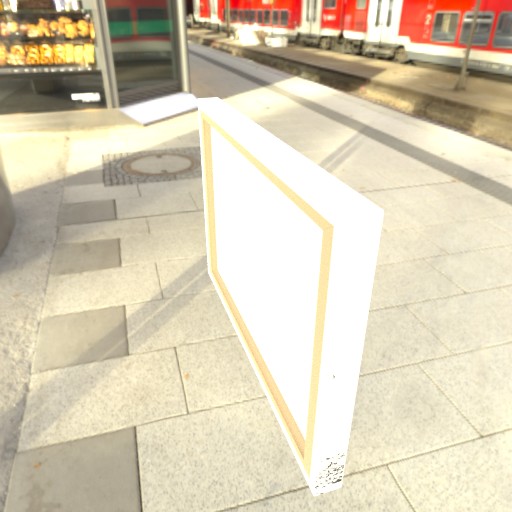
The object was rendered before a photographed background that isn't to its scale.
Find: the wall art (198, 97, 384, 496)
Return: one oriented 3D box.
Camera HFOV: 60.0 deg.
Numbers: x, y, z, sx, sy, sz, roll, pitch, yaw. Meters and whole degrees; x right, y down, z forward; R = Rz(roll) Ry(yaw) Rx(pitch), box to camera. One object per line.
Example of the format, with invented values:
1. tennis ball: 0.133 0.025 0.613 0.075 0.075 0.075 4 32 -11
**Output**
1. wall art: 0.000 0.000 0.754 0.042 0.414 0.608 -10 31 -16
